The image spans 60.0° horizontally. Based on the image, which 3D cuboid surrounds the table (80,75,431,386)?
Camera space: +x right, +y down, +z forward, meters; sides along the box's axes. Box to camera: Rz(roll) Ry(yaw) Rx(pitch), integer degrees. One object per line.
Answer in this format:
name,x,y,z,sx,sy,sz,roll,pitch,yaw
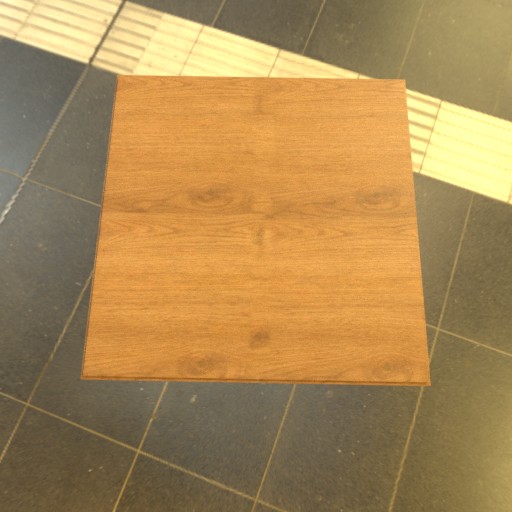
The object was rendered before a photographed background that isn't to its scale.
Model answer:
table,0.000,0.000,1.127,0.612,0.593,0.616,1,74,0
